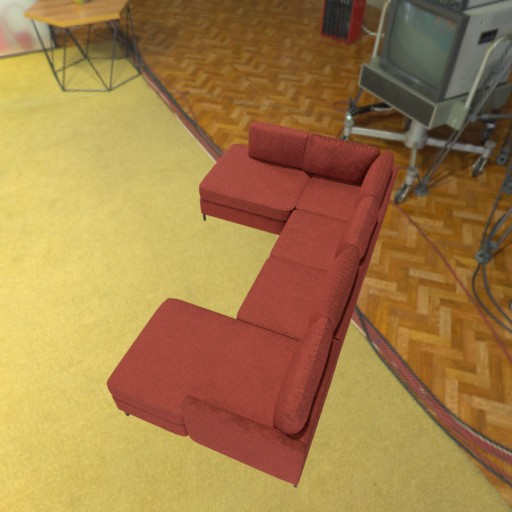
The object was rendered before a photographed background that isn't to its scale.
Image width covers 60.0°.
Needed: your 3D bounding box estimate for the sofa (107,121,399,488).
[{"bbox_3d":[0.000,0.000,4.295,2.055,0.992,3.434,17,49,15],"label":"sofa"}]
